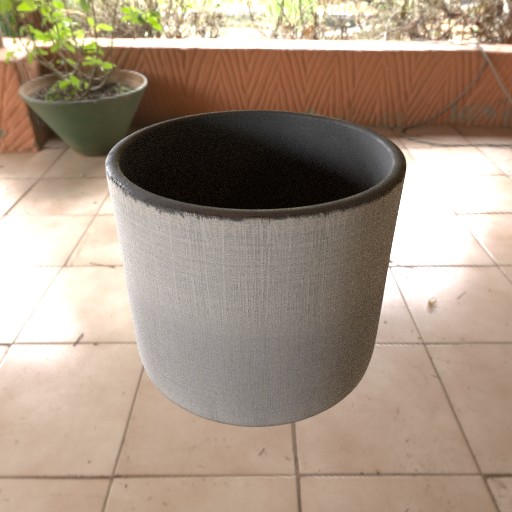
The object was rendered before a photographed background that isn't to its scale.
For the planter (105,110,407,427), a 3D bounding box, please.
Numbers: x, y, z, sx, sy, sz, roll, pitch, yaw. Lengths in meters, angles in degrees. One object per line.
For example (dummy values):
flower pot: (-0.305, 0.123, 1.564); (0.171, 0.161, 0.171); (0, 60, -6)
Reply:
planter: (0.000, 0.000, 0.439); (0.254, 0.221, 0.254); (0, 33, 0)
